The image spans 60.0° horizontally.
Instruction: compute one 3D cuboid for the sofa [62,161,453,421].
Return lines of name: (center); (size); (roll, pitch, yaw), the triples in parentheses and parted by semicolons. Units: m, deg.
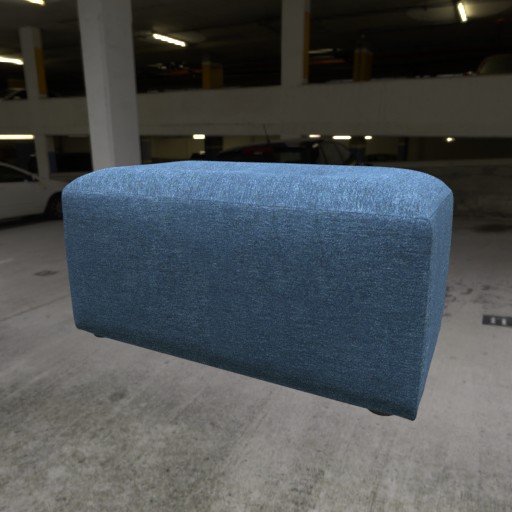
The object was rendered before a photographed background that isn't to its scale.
sofa: (0.000, 0.000, 1.189); (0.930, 0.470, 0.480); (8, 17, 26)
